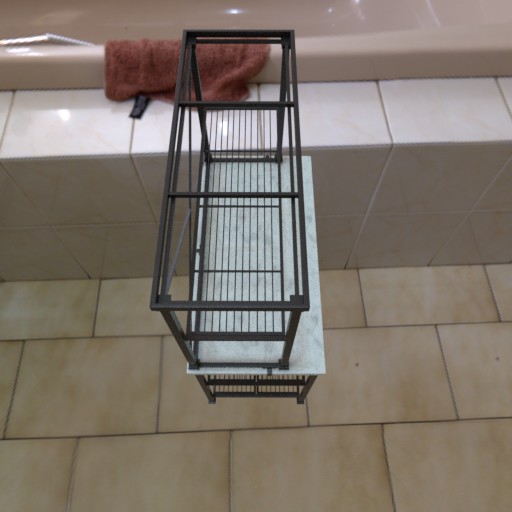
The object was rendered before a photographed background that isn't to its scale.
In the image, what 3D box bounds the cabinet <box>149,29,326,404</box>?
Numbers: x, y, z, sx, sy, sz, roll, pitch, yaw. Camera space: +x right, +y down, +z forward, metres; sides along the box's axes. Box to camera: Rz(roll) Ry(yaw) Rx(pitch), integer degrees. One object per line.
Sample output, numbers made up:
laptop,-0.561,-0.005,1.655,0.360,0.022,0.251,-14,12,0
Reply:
cabinet,0.000,0.000,2.243,0.610,1.659,1.210,0,63,0
